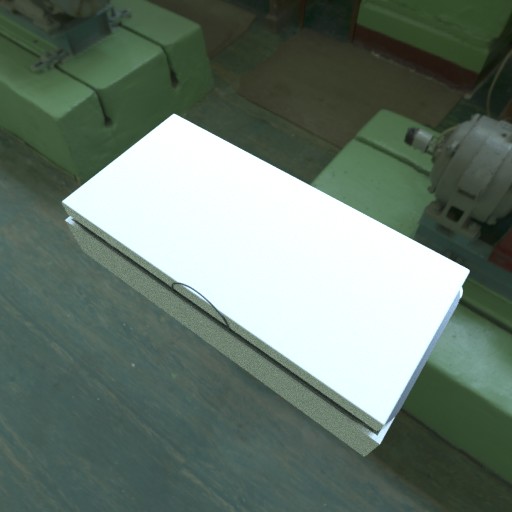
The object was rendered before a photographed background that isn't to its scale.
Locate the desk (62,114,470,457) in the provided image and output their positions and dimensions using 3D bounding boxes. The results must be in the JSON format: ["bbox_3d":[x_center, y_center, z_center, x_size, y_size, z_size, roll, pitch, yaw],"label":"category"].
[{"bbox_3d":[0.000,0.000,2.311,1.900,0.526,0.900,32,62,19],"label":"desk"}]
